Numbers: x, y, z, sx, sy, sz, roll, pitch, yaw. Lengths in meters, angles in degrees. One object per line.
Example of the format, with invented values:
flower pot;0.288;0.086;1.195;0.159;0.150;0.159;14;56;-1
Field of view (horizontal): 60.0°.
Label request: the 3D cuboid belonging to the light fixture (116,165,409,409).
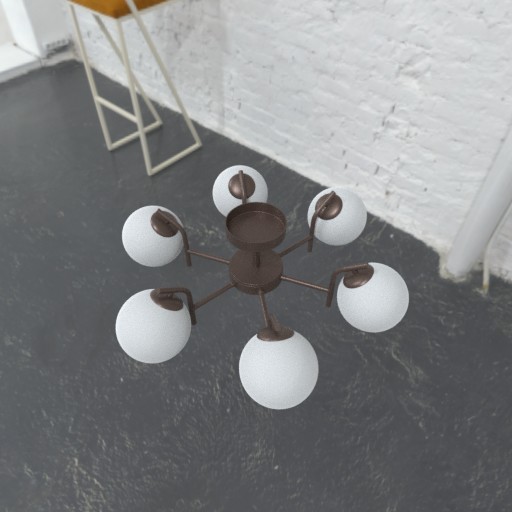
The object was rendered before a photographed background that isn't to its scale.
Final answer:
light fixture;0.000;0.000;0.967;0.662;0.201;0.662;0;46;0
